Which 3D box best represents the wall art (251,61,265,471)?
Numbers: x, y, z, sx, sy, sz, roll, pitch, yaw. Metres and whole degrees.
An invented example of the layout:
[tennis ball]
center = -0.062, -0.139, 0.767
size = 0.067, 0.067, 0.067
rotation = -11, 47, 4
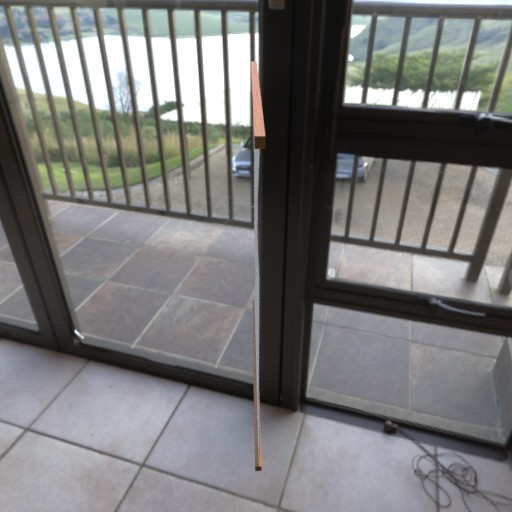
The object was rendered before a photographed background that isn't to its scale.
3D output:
[wall art]
center = 0.000, 0.000, 0.699
size = 0.010, 0.507, 0.404
rotation = -1, 32, -1
